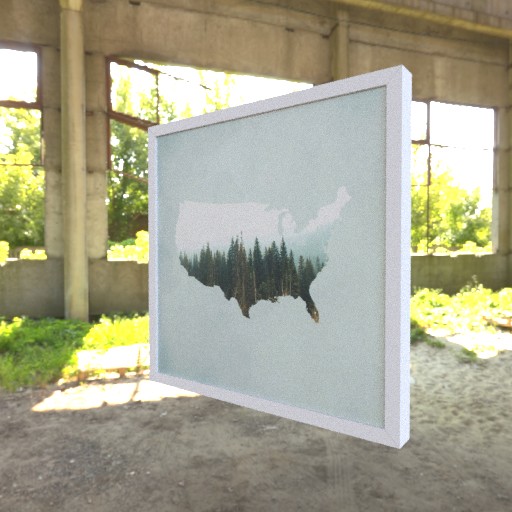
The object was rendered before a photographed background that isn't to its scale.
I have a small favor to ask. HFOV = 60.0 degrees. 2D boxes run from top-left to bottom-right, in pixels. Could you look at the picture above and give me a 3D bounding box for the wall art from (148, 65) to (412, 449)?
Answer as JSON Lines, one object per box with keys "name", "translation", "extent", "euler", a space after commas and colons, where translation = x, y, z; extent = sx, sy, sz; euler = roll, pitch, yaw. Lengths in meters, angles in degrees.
{"name": "wall art", "translation": [0.000, 0.000, 0.451], "extent": [0.304, 0.304, 0.024], "euler": [1, 1, 37]}
